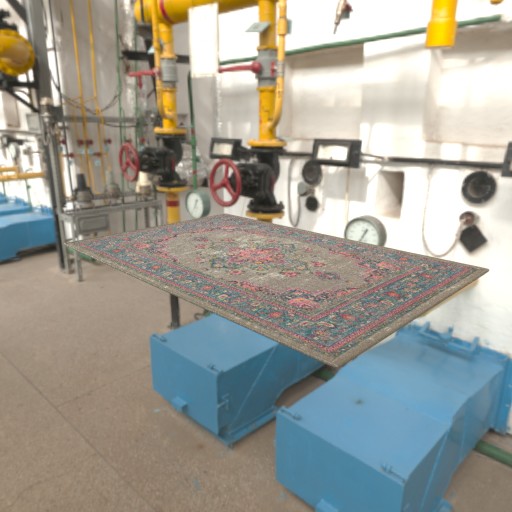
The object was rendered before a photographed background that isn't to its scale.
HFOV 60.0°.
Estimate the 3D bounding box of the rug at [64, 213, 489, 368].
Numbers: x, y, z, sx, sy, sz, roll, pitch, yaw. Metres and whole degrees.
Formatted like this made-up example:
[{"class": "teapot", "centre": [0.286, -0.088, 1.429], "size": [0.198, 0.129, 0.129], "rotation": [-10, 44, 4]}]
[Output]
[{"class": "rug", "centre": [0.000, 0.000, 2.138], "size": [1.144, 0.014, 1.748], "rotation": [-16, 23, -43]}]
